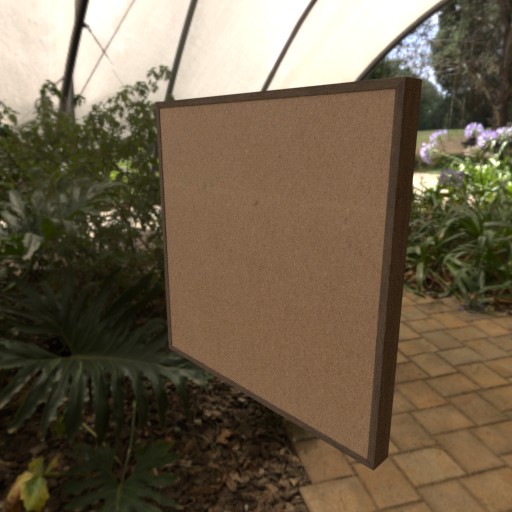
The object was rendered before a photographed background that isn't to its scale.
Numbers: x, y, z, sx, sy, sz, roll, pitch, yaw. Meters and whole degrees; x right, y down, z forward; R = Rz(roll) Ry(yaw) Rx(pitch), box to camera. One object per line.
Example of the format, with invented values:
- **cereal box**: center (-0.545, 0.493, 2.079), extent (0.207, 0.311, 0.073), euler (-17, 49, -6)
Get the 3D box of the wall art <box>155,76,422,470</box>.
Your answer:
- **wall art**: center (0.000, 0.000, 0.735), extent (0.038, 0.508, 0.508), euler (-14, 20, -42)
